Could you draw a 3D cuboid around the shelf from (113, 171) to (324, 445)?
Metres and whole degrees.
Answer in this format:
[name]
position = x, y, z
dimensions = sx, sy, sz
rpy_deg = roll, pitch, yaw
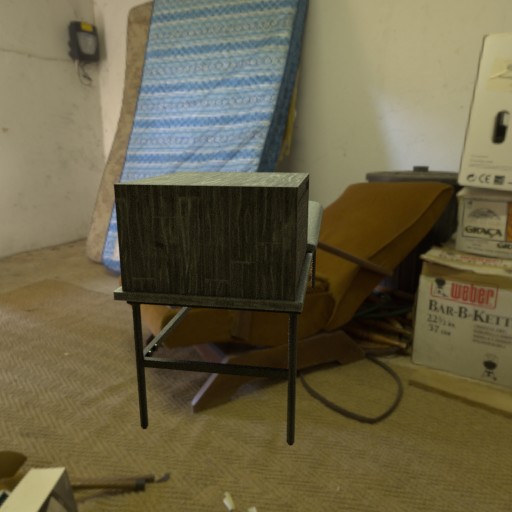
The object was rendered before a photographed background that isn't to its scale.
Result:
[shelf]
position = 0.000, 0.000, 1.628
dimensions = 0.457, 0.633, 1.342
rpy_deg = 2, 14, 9
